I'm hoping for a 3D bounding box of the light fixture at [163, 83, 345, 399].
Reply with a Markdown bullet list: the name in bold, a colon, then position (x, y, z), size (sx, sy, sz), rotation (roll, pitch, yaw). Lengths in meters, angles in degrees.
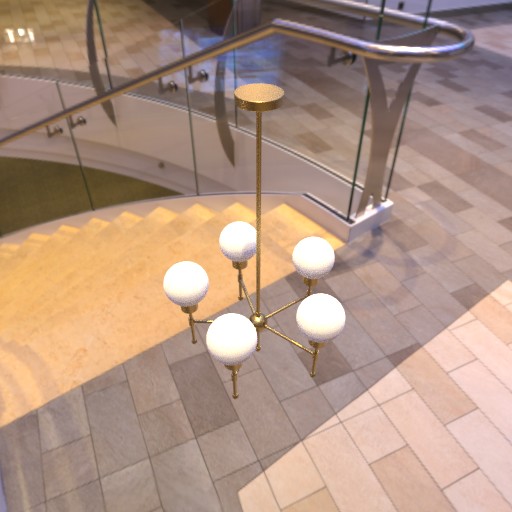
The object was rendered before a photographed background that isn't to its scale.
- **light fixture**: position (0.000, 0.000, 1.831), size (0.815, 1.331, 0.785), rotation (13, 42, 14)
